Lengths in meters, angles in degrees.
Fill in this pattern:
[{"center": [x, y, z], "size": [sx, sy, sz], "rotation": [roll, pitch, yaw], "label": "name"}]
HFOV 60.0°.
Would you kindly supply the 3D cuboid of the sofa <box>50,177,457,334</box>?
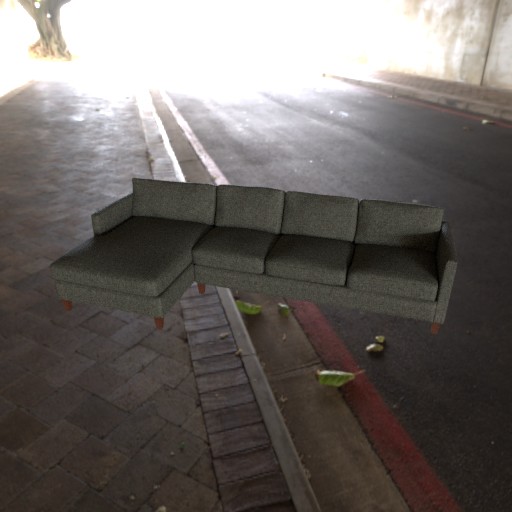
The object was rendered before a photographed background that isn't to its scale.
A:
[{"center": [0.000, 0.000, 4.213], "size": [3.485, 0.960, 1.635], "rotation": [8, 28, 16], "label": "sofa"}]
